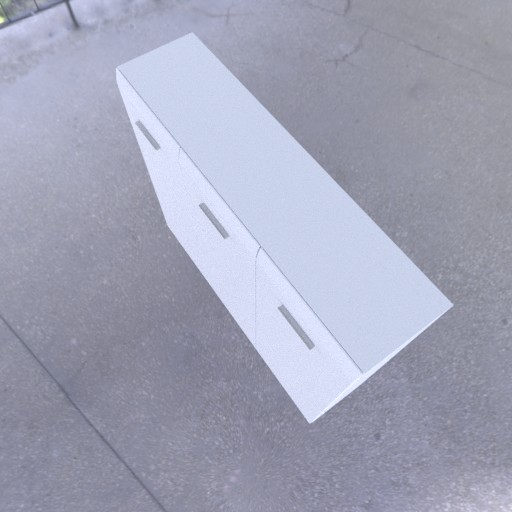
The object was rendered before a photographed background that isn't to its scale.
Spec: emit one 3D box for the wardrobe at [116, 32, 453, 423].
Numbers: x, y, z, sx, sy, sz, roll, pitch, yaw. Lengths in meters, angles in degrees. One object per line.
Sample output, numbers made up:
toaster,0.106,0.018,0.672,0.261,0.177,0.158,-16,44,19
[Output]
wardrobe,0.000,0.000,1.932,0.360,1.200,1.340,-32,68,-15
